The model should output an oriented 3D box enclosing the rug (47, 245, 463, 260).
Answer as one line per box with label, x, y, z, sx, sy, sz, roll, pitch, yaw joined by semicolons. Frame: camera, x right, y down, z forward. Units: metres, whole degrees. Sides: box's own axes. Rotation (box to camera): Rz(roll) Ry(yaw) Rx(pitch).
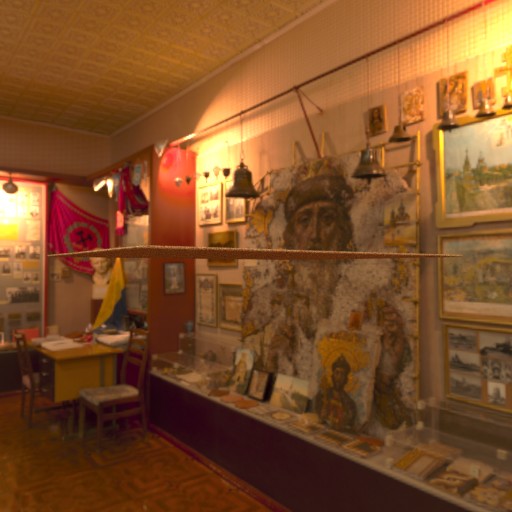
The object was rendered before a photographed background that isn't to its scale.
rug;0.000;0.000;2.800;2.141;0.013;1.566;1;-2;-37
